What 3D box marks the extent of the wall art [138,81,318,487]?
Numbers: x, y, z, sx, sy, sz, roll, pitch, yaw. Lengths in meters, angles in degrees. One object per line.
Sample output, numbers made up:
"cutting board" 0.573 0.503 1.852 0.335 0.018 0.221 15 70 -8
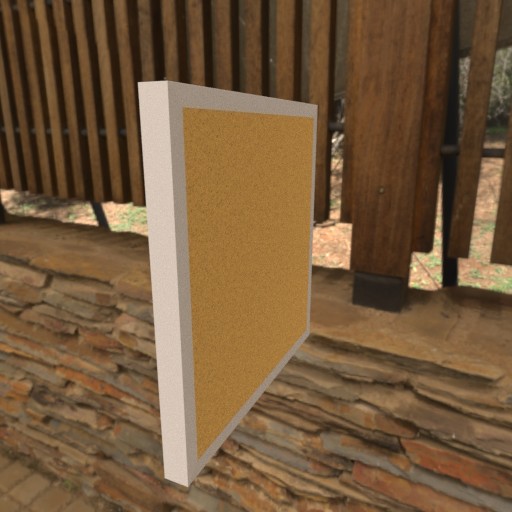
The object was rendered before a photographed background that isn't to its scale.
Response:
"wall art" 0.000 0.000 1.911 0.098 1.291 1.289 7 17 24
